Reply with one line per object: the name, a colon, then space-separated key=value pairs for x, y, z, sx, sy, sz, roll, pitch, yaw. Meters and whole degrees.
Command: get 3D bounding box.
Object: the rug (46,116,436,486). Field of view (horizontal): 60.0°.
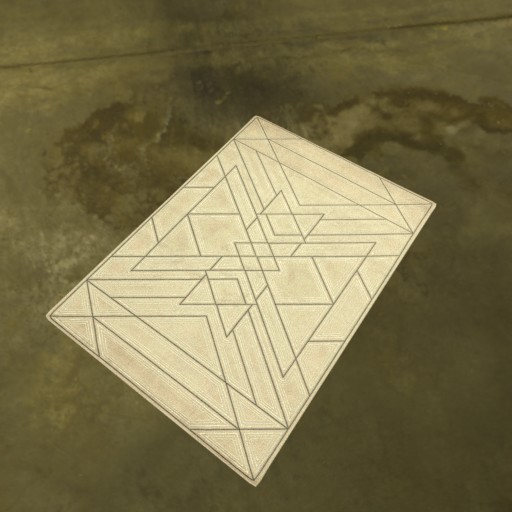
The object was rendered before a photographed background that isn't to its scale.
rug: x=0.000 y=0.000 z=4.477 sx=2.436 sy=0.026 sz=3.381 roll=31 pitch=63 yaw=18
